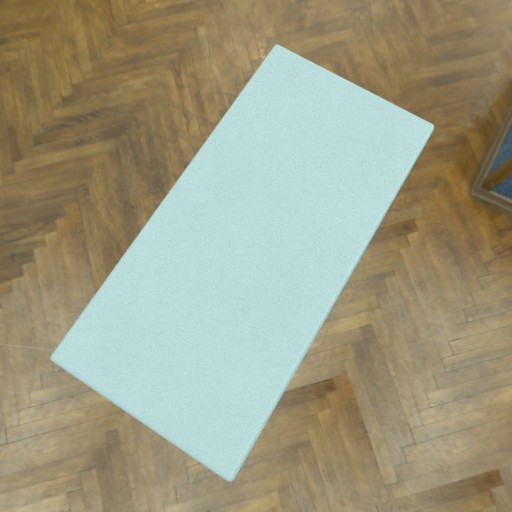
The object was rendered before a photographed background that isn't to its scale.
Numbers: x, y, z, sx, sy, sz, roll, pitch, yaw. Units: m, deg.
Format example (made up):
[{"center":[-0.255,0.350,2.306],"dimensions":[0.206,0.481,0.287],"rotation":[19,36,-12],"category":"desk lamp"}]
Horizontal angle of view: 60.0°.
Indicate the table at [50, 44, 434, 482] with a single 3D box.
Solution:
[{"center":[0.000,0.000,1.497],"dimensions":[0.580,0.487,1.171],"rotation":[31,77,8],"category":"table"}]
